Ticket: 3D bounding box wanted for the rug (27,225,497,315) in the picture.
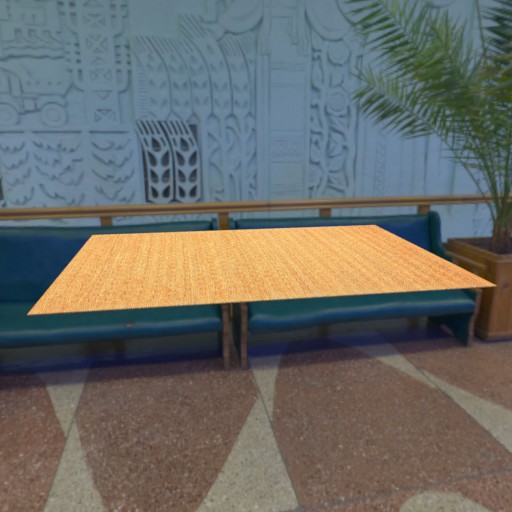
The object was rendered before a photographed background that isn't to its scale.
[{"bbox_3d":[0.000,0.000,2.845,2.285,0.006,1.524,-3,16,-9],"label":"rug"}]
